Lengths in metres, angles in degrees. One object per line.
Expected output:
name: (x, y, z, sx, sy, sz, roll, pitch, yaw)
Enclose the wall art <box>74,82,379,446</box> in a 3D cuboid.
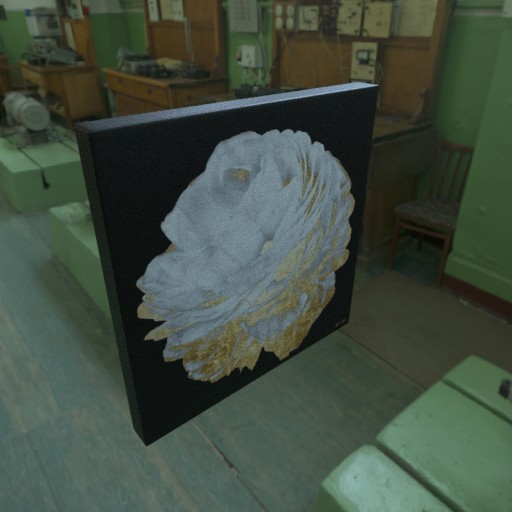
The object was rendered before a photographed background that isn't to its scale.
wall art: (0.000, 0.000, 0.602, 0.406, 0.407, 0.041, -22, 36, -34)
